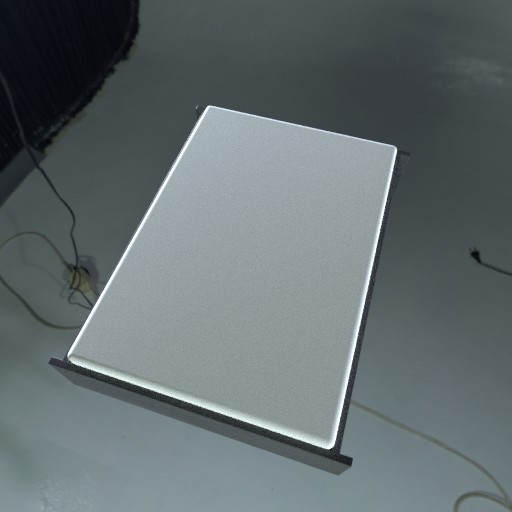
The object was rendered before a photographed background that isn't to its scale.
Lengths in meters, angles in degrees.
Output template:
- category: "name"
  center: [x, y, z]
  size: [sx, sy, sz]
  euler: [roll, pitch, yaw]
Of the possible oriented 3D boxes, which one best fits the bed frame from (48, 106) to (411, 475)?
- category: "bed frame"
  center: [0.000, 0.000, 2.637]
  size: [1.490, 0.432, 1.950]
  euler: [15, 59, 9]
